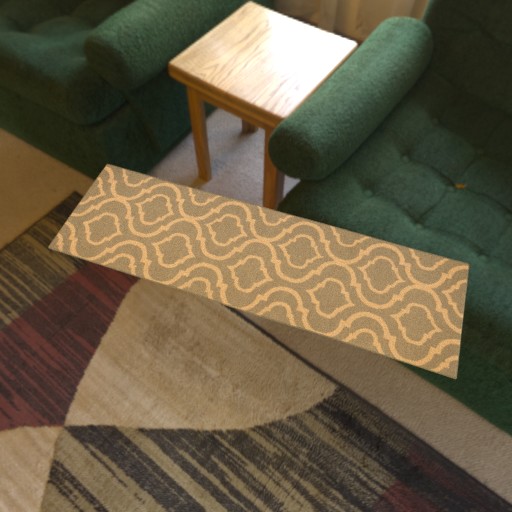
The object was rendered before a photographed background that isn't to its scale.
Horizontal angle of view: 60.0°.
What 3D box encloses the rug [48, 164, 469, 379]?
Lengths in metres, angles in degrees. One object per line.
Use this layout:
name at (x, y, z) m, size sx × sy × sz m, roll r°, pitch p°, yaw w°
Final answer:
rug at (0.000, 0.000, 2.492) m, size 2.275 × 0.009 × 0.684 m, roll 17°, pitch 60°, yaw 10°
